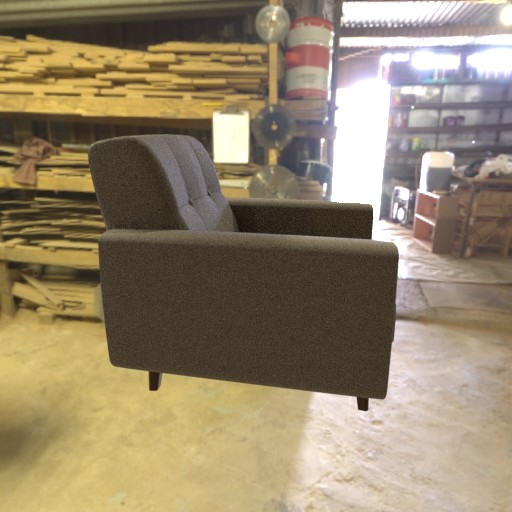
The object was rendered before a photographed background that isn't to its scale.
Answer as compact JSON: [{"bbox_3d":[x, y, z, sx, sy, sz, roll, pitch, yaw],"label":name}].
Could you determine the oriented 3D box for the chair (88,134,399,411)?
[{"bbox_3d":[0.000,0.000,1.585,0.907,0.839,0.831,2,15,9],"label":"chair"}]
